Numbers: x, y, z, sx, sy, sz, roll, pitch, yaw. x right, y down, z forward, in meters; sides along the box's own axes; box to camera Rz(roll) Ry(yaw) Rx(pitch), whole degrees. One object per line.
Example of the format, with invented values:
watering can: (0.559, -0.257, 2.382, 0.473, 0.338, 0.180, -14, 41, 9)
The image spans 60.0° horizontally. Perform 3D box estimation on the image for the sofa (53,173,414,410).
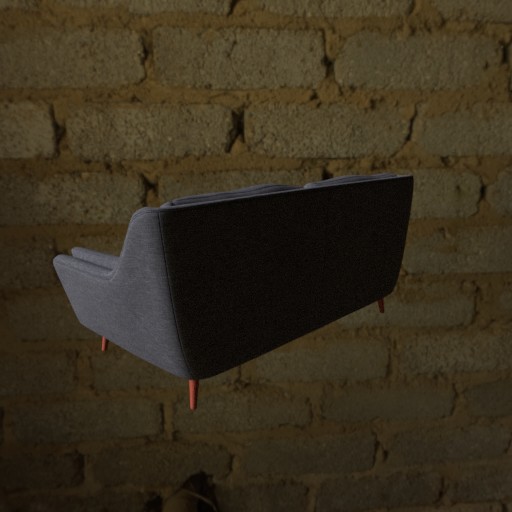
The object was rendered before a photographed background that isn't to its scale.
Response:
sofa: (0.000, 0.000, 2.507, 1.929, 0.896, 0.975, -14, 21, -42)
